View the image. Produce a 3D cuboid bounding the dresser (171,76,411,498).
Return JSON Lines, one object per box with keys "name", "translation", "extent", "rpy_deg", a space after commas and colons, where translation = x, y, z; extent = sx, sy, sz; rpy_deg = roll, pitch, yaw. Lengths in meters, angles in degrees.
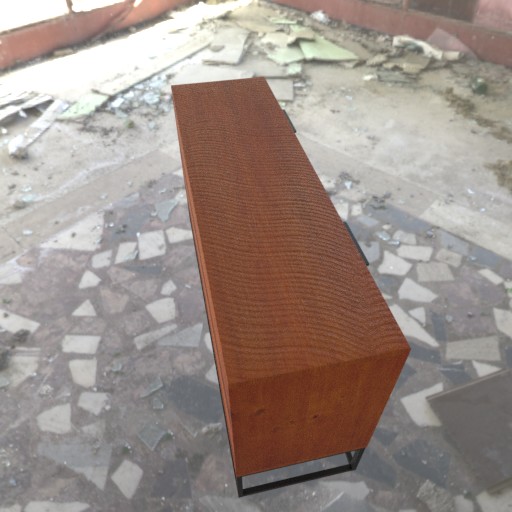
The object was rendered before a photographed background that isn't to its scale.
{"name": "dresser", "translation": [0.000, 0.000, 1.832], "extent": [0.464, 0.810, 1.536], "rpy_deg": [-9, 46, -9]}
